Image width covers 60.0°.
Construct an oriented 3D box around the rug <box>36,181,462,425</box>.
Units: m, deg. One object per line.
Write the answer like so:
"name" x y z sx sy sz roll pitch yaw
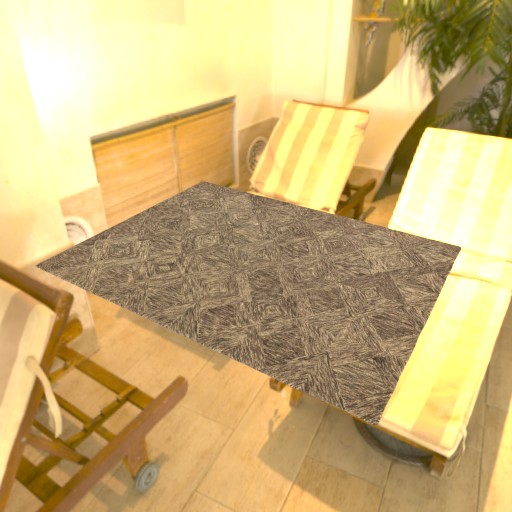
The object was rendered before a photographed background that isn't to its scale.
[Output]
"rug" 0.000 0.000 4.160 3.204 0.017 2.448 18 36 27
